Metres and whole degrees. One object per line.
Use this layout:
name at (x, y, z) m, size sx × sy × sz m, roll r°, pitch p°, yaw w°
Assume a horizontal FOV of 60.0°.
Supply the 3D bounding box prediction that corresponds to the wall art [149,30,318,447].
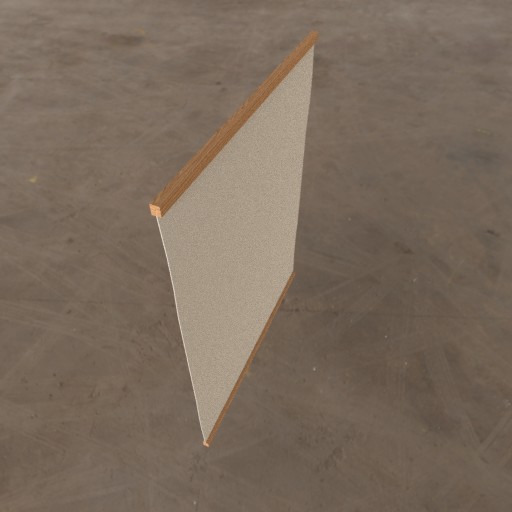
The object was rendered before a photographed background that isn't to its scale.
wall art at (0.000, 0.000, 0.665) m, size 0.010 × 0.507 × 0.404 m, roll 18°, pitch 49°, yaw 16°
